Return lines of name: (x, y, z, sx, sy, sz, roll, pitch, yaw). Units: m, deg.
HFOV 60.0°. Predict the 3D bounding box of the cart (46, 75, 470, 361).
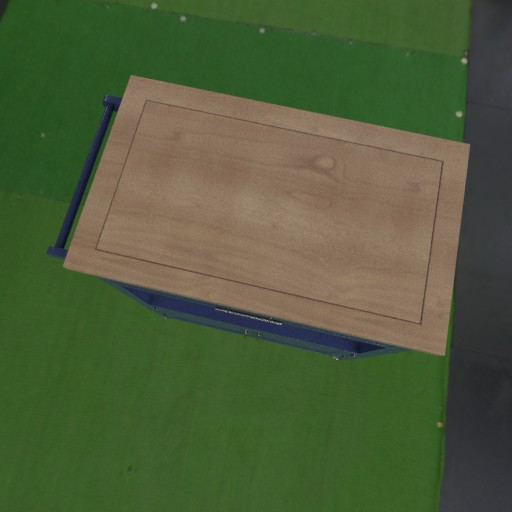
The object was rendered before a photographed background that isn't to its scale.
cart: (0.000, 0.000, 1.355, 0.840, 0.901, 0.459, 13, 75, 3)
